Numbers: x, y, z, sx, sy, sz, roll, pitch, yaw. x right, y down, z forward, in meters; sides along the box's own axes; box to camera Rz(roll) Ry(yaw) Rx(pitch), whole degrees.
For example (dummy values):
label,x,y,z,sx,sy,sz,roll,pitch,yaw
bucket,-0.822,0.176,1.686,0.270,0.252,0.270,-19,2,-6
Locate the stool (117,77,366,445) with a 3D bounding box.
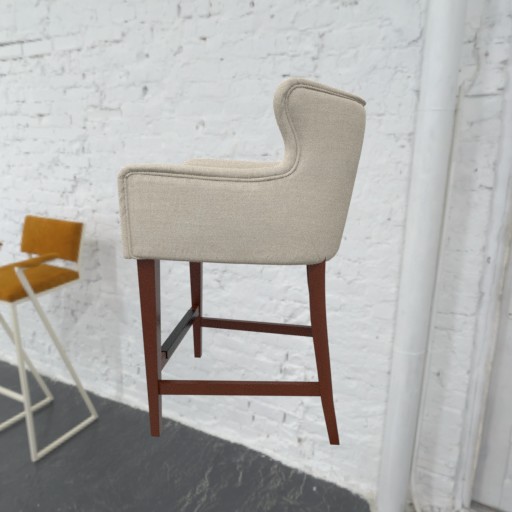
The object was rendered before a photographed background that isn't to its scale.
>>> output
label,x,y,z,sx,sy,sz,roll,pitch,yaw
stool,0.000,0.000,1.413,0.637,0.987,0.615,2,14,7
